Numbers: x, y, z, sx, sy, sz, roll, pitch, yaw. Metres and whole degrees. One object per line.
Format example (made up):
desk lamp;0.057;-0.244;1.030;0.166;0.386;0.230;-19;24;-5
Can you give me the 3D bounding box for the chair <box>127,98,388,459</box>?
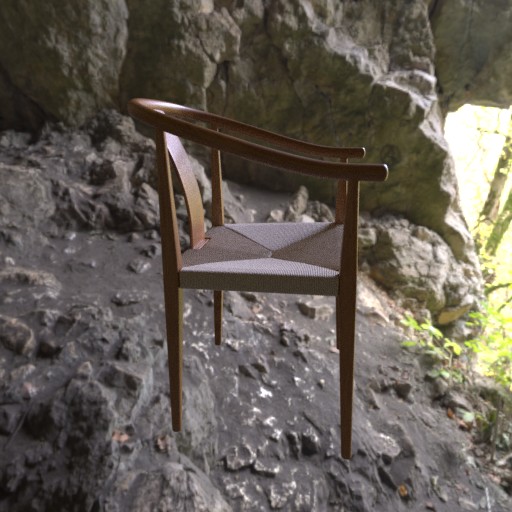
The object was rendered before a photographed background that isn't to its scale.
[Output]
chair;0.000;0.000;1.193;0.579;0.800;0.556;3;17;8
